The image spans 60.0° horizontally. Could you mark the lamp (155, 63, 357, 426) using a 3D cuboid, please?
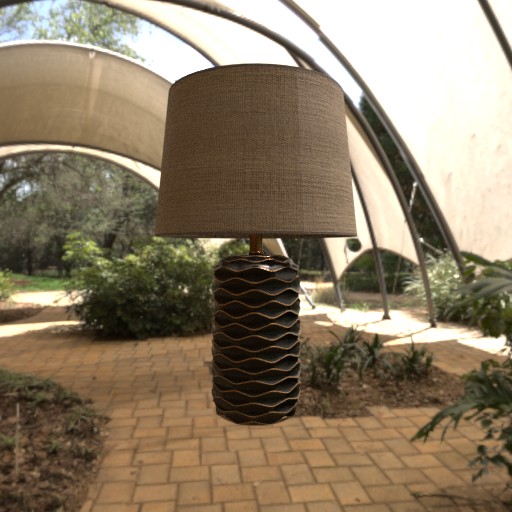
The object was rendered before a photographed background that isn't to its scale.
[{"bbox_3d":[0.000,0.000,0.843,0.376,0.594,0.376,0,1,0],"label":"lamp"}]
